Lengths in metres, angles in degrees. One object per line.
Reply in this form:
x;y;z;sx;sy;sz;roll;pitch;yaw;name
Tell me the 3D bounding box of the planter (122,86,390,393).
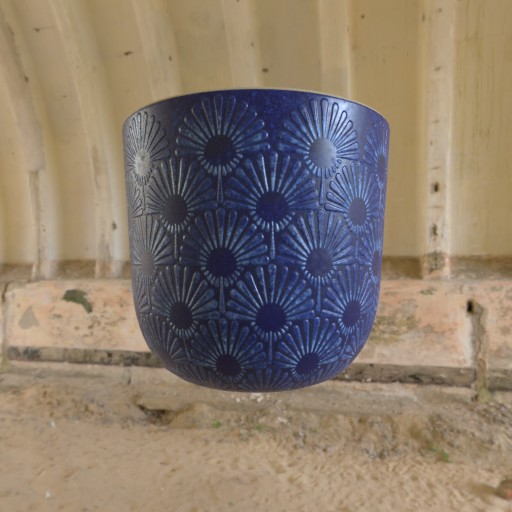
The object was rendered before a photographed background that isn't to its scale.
0.000;0.000;0.354;0.206;0.190;0.206;0;-2;0;planter
